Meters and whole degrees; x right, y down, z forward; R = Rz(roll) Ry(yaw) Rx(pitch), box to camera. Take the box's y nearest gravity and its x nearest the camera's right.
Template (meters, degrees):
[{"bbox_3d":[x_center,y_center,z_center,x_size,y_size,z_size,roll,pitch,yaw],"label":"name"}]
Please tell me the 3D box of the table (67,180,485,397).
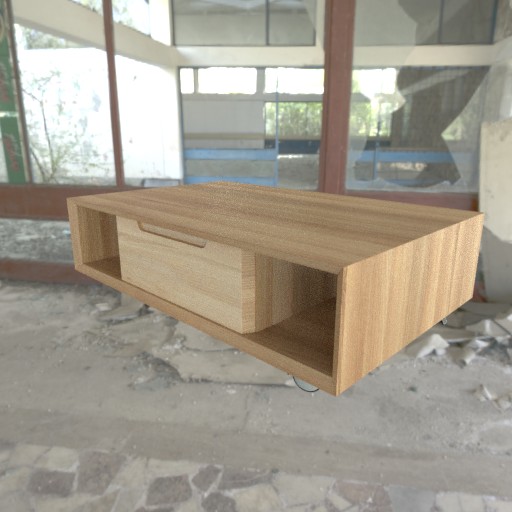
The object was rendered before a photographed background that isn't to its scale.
[{"bbox_3d":[0.000,0.000,1.411,1.100,0.330,0.700,15,22,42],"label":"table"}]
